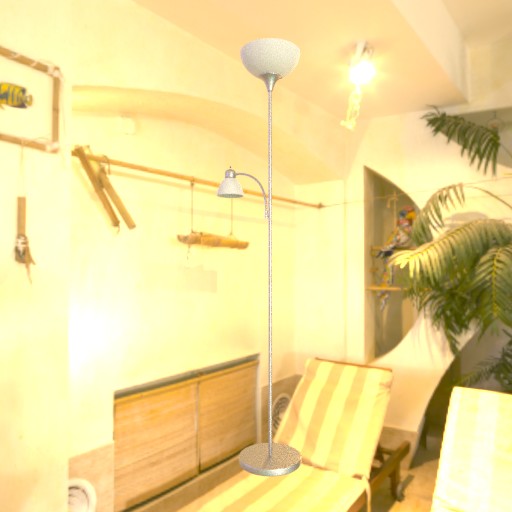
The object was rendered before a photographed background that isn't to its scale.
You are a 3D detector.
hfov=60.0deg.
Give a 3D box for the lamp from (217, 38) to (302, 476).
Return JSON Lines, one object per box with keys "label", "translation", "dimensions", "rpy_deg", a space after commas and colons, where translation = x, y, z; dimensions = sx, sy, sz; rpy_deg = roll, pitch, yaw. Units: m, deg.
{"label": "lamp", "translation": [0.000, 0.000, 2.003], "dimensions": [0.425, 1.804, 0.279], "rpy_deg": [-1, -1, 35]}
